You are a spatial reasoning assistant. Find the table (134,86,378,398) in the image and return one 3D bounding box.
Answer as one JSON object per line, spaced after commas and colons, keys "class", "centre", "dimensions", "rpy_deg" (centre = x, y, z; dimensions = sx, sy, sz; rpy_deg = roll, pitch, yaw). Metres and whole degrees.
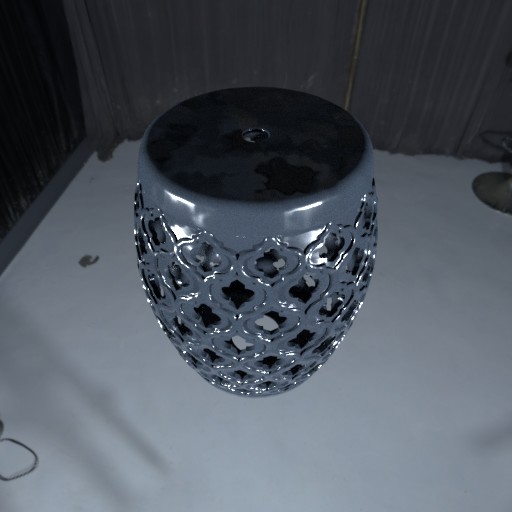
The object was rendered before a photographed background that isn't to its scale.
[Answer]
{"class": "table", "centre": [0.000, 0.000, 0.636], "dimensions": [0.325, 0.388, 0.325], "rpy_deg": [0, 45, 0]}
